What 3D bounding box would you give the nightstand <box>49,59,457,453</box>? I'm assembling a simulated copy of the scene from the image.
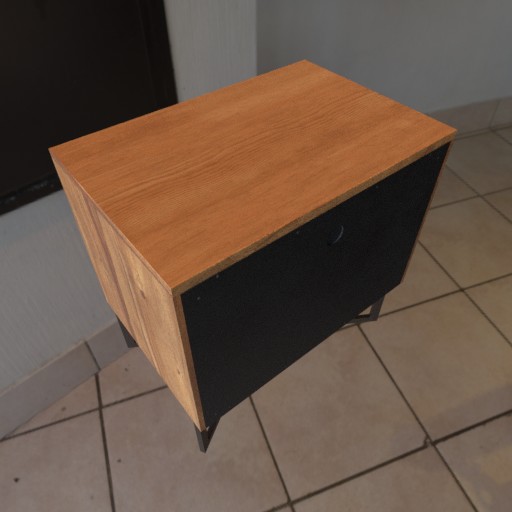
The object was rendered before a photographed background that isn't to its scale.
[{"bbox_3d":[0.000,0.000,1.020,0.613,0.615,0.427,-30,53,-26],"label":"nightstand"}]
